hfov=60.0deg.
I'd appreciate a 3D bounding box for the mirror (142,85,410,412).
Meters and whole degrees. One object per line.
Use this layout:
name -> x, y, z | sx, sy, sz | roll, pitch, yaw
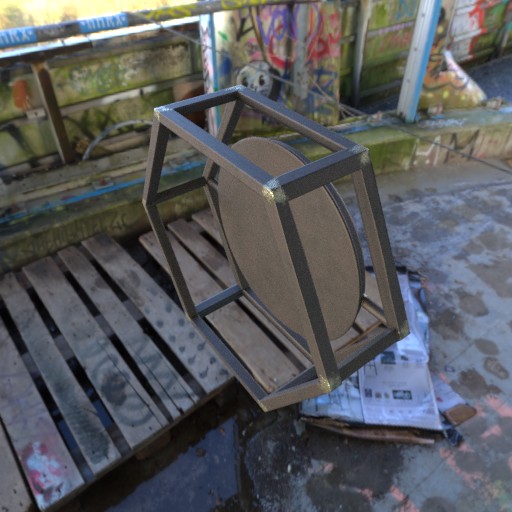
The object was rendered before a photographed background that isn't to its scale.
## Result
mirror -> 0.000, 0.000, 0.541 | 0.119, 0.334, 0.380 | -26, 48, -27
